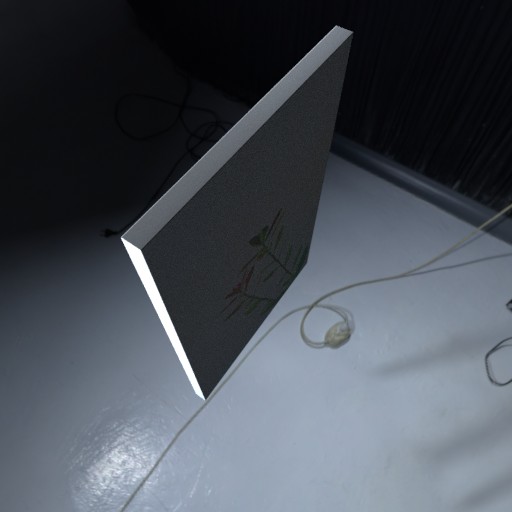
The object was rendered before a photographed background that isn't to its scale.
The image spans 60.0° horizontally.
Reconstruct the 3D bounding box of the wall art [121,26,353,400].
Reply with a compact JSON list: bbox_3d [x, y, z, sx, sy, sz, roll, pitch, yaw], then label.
[{"bbox_3d":[0.000,0.000,1.142,0.039,0.915,0.612,31,64,17],"label":"wall art"}]
